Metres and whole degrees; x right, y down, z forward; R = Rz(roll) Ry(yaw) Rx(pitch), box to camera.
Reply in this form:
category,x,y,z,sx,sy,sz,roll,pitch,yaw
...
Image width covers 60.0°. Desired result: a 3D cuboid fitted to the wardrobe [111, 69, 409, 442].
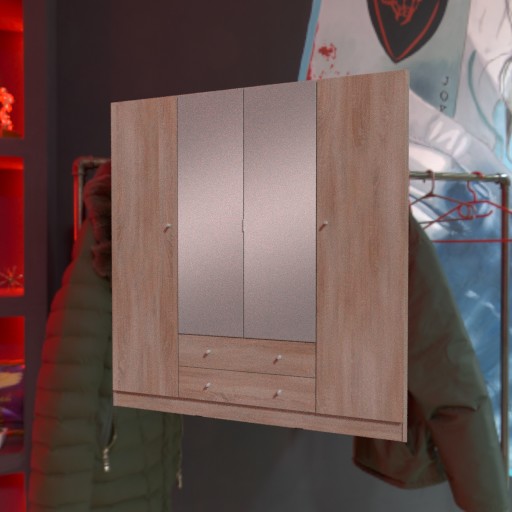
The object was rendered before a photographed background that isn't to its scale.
category,x,y,z,sx,sy,sz,roll,pitch,yaw
wardrobe,0.000,0.000,3.096,1.998,2.159,0.598,0,1,17
